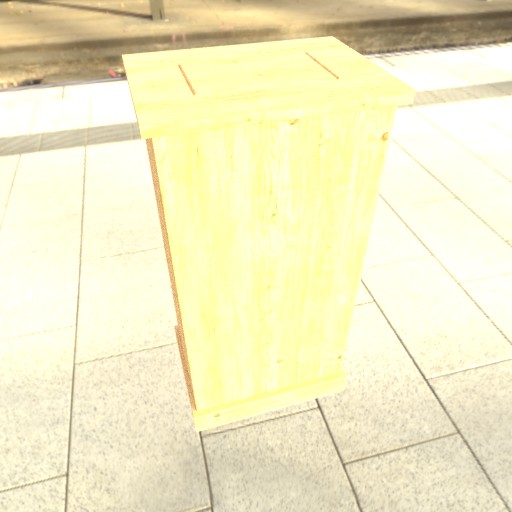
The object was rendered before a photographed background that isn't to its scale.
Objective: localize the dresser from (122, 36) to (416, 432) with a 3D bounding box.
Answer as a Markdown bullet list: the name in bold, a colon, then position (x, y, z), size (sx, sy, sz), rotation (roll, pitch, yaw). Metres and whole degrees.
- **dresser**: position (0.000, 0.000, 1.284), size (0.531, 1.041, 0.390), rotation (-11, 42, -13)
